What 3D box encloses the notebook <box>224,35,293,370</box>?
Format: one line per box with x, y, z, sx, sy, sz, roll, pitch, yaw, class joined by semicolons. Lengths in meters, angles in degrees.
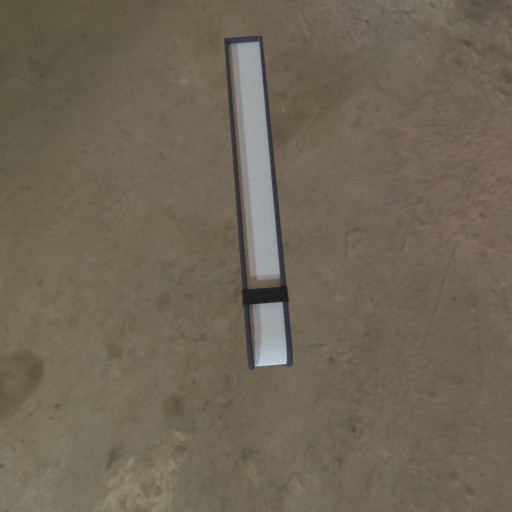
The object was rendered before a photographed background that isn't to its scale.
0.000;0.000;0.262;0.016;0.213;0.127;-4;77;-1;notebook
